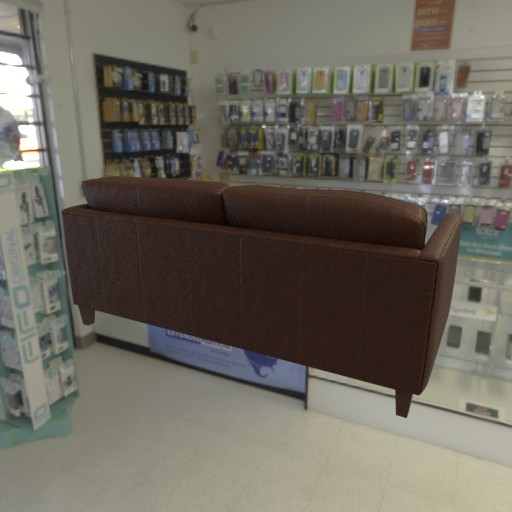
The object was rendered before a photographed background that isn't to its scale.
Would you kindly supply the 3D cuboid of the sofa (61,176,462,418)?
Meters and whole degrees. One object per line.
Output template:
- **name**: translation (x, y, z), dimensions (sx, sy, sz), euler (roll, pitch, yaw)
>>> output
- **sofa**: translation (0.000, 0.000, 2.428), dimensions (1.971, 0.863, 0.923), euler (9, 18, 27)
